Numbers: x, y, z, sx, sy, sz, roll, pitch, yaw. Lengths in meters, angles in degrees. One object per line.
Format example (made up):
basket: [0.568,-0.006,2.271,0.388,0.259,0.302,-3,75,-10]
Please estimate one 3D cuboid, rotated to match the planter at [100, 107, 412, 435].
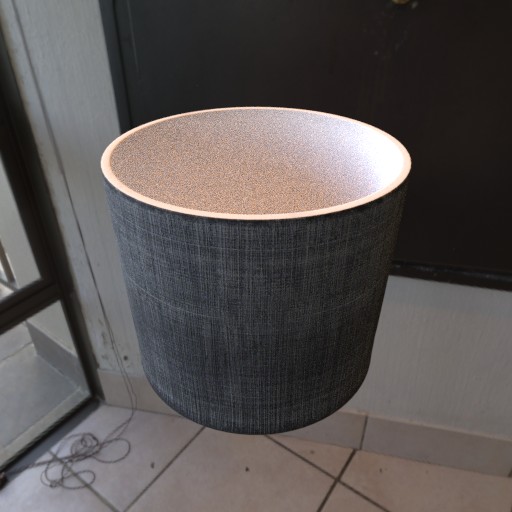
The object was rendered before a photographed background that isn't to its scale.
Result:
planter: [0.000,0.000,0.437,0.254,0.221,0.254,0,34,0]
